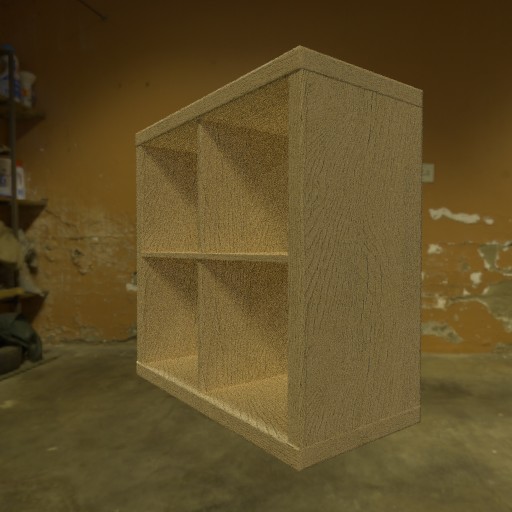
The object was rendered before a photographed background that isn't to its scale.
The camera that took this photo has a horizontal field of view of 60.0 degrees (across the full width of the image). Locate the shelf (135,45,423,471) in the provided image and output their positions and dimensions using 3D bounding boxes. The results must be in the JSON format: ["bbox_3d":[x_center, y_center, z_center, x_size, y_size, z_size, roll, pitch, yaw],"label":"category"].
[{"bbox_3d":[0.000,0.000,1.250,0.390,0.786,0.790,-1,1,-37],"label":"shelf"}]
